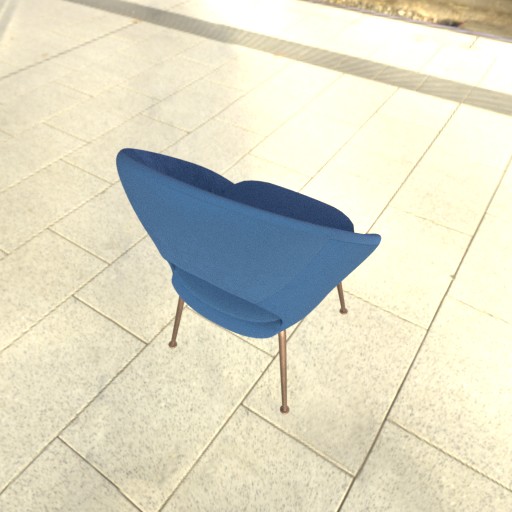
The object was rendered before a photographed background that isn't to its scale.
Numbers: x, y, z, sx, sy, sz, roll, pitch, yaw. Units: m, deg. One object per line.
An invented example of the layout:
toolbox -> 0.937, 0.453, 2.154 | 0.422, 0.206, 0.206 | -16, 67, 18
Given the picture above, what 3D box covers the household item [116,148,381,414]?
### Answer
household item -> 0.000, 0.000, 1.262 | 0.623, 0.852, 0.573 | 24, 51, 21
